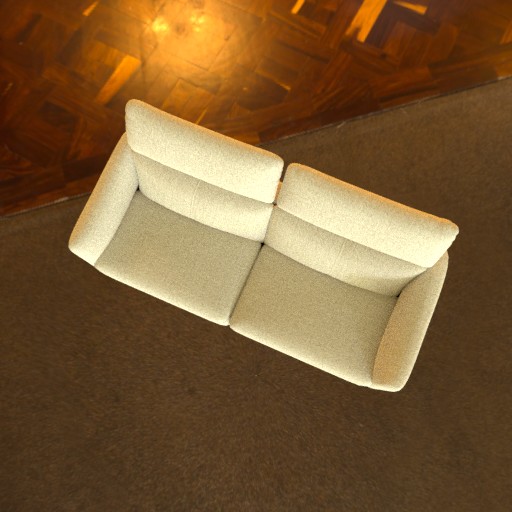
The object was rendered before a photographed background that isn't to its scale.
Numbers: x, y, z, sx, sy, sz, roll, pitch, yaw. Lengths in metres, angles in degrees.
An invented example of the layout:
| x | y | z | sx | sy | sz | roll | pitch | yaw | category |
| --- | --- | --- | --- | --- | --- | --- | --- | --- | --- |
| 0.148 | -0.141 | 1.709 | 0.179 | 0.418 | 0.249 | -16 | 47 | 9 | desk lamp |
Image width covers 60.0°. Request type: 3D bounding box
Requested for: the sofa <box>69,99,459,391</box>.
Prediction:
| x | y | z | sx | sy | sz | roll | pitch | yaw | category |
| --- | --- | --- | --- | --- | --- | --- | --- | --- | --- |
| 0.000 | 0.000 | 2.550 | 2.015 | 0.956 | 0.856 | 23 | 76 | 6 | sofa |
